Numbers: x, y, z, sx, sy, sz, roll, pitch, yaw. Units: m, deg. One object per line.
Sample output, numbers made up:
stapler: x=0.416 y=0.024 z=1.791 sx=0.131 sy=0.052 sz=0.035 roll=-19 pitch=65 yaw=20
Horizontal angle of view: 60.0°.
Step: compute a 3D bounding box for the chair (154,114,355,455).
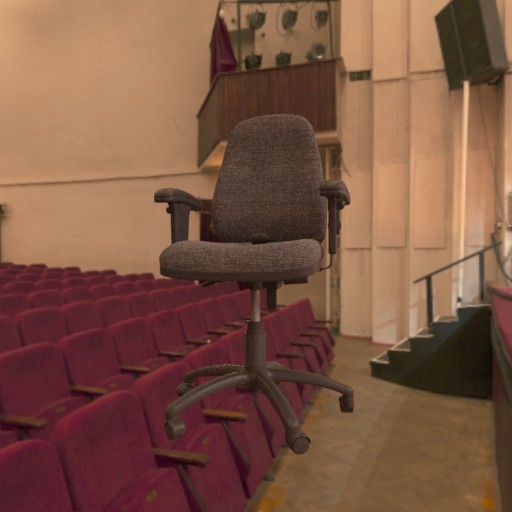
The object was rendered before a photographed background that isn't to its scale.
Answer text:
chair: x=0.000 y=0.000 z=1.287 sx=0.550 sy=0.910 sz=0.530 roll=0 pitch=0 yaw=17
